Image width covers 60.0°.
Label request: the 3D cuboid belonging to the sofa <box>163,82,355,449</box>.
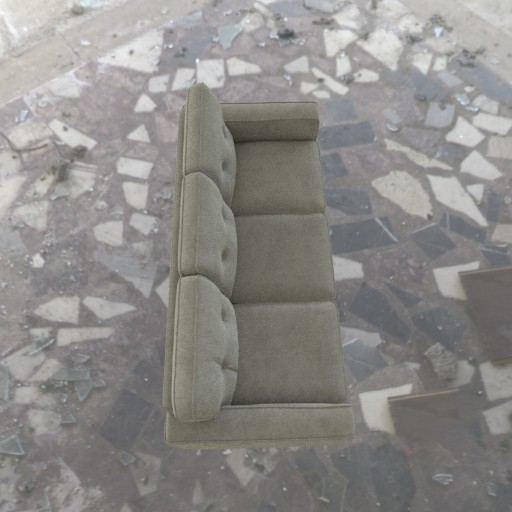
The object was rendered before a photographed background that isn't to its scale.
[{"bbox_3d":[0.000,0.000,2.698,0.939,0.965,2.133,-2,65,-1],"label":"sofa"}]
